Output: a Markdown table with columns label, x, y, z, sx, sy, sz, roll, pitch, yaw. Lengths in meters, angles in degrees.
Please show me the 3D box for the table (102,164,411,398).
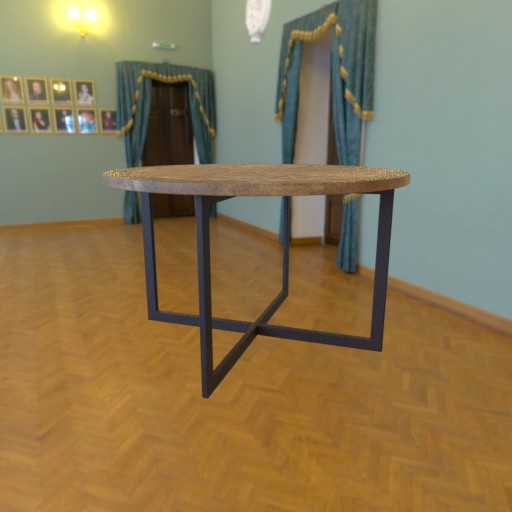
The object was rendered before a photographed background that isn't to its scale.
| label | x | y | z | sx | sy | sz | roll | pitch | yaw |
| --- | --- | --- | --- | --- | --- | --- | --- | --- | --- |
| table | 0.000 | 0.000 | 2.007 | 1.264 | 0.762 | 1.264 | 0 | 14 | 0 |
